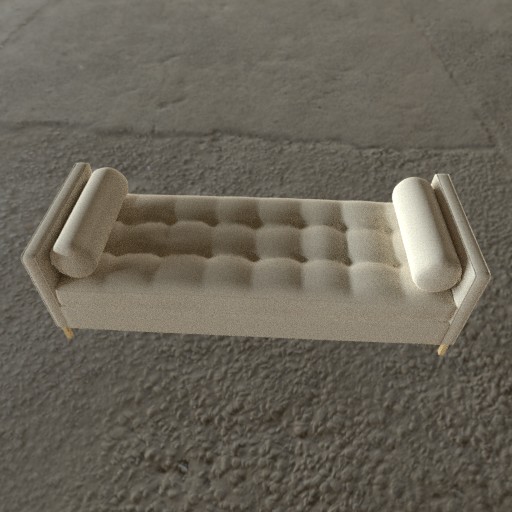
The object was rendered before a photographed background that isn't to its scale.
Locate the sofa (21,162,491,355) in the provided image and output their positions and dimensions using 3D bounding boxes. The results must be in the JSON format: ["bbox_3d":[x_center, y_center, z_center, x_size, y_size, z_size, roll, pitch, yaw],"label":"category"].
[{"bbox_3d":[0.000,0.000,2.303,1.985,0.641,0.746,2,46,2],"label":"sofa"}]
